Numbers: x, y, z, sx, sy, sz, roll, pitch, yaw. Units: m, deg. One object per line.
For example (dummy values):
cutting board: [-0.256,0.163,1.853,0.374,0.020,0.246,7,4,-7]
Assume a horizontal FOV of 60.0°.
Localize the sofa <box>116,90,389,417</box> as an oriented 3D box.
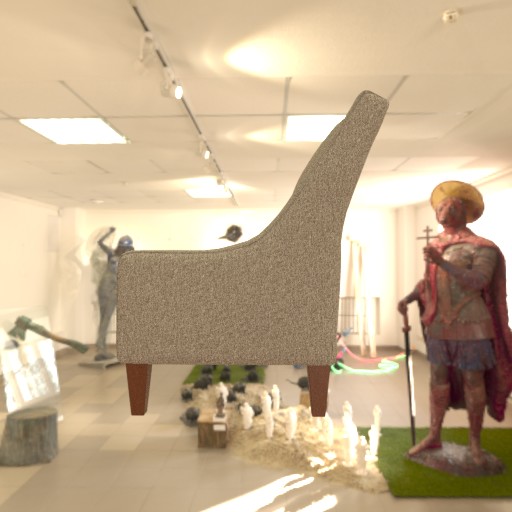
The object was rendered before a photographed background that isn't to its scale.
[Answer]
sofa: [0.000,0.000,1.982,0.862,1.026,1.242,0,-1,1]
